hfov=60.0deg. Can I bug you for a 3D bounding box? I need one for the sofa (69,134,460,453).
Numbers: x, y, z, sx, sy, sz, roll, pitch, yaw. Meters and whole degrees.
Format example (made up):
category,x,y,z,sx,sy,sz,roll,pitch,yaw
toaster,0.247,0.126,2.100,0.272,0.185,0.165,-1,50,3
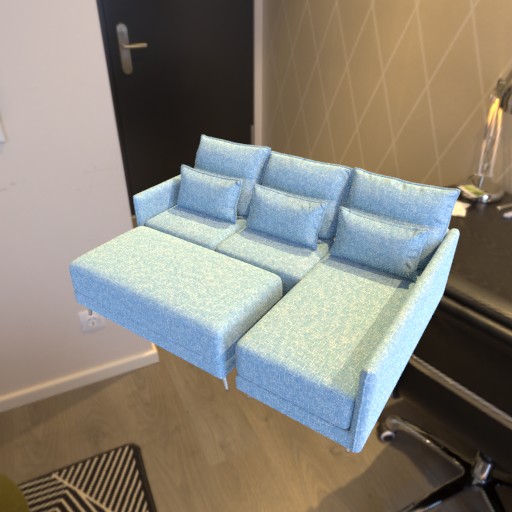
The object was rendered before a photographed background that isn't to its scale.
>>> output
category,x,y,z,sx,sy,sz,roll,pitch,yaw
sofa,0.000,0.000,2.749,2.034,0.899,1.420,19,37,28
